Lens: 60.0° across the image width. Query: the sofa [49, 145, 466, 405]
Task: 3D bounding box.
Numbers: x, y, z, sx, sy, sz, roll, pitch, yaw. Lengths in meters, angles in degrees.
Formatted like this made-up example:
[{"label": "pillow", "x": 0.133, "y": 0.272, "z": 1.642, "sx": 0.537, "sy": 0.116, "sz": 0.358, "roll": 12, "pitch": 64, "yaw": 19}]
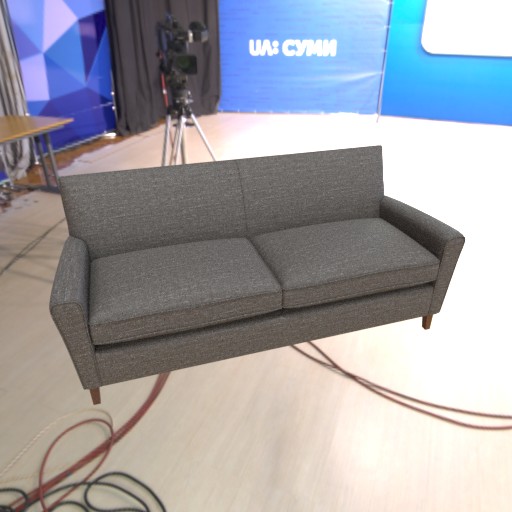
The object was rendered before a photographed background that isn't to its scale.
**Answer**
[{"label": "sofa", "x": 0.000, "y": 0.000, "z": 2.425, "sx": 1.976, "sy": 0.846, "sz": 0.875, "roll": -9, "pitch": 32, "yaw": -15}]
